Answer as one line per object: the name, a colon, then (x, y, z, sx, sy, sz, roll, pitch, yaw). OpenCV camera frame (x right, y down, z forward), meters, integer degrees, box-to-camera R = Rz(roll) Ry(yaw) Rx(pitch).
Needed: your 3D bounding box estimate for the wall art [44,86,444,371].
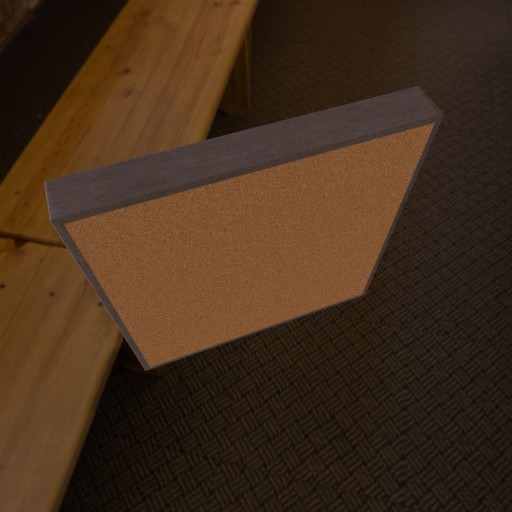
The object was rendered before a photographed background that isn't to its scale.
wall art: (0.000, 0.000, 0.456, 0.303, 0.302, 0.038, -17, 59, -11)
